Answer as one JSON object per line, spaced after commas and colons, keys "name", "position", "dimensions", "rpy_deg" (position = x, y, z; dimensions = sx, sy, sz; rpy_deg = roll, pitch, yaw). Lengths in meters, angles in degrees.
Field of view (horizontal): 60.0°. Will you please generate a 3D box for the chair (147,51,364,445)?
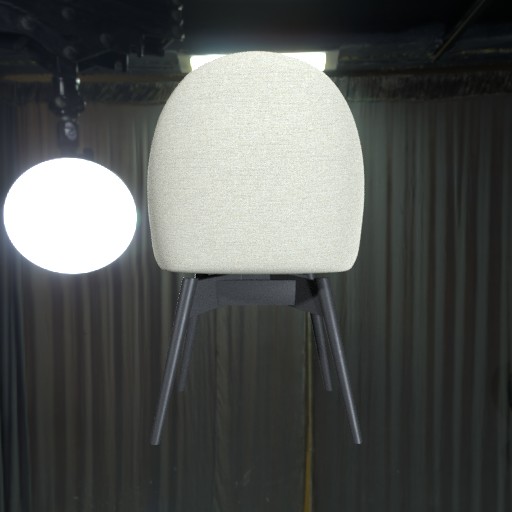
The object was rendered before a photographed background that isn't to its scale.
{"name": "chair", "position": [0.000, 0.000, 1.155], "dimensions": [0.532, 0.838, 0.540], "rpy_deg": [0, 1, -1]}
